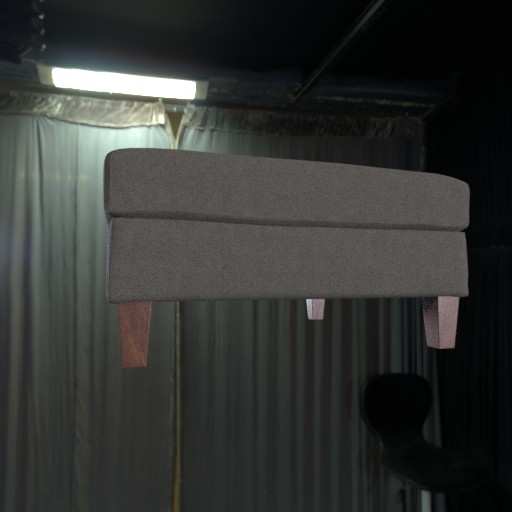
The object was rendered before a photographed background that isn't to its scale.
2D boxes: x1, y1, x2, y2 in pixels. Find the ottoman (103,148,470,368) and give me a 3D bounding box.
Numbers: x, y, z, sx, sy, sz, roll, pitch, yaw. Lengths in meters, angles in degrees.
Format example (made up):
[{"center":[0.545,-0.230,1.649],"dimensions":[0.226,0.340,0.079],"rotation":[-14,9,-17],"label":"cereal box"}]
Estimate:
[{"center":[0.000,0.000,1.372],"dimensions":[0.881,0.482,0.861],"rotation":[1,-3,-17],"label":"ottoman"}]
